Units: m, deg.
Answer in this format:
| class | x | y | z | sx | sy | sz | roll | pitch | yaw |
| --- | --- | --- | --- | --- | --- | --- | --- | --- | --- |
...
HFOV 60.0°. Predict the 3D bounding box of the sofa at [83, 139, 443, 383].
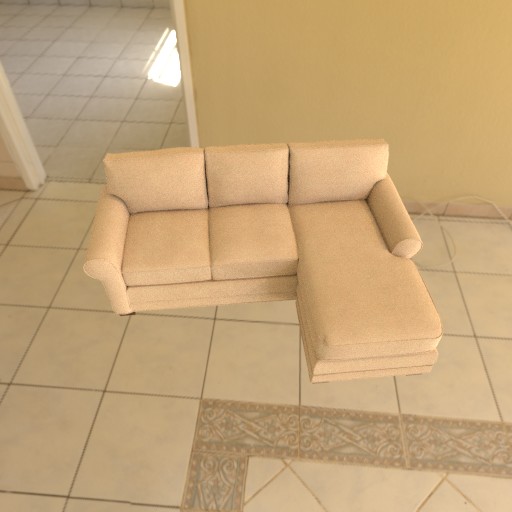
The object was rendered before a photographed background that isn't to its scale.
| class | x | y | z | sx | sy | sz | roll | pitch | yaw |
| --- | --- | --- | --- | --- | --- | --- | --- | --- | --- |
| sofa | 0.000 | 0.000 | 2.389 | 1.770 | 0.734 | 1.226 | -4 | 46 | -4 |
